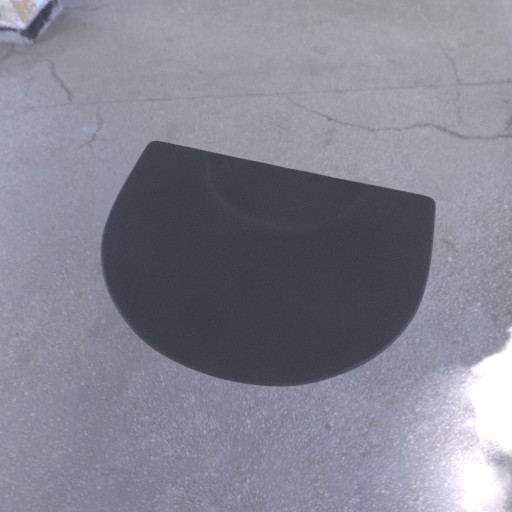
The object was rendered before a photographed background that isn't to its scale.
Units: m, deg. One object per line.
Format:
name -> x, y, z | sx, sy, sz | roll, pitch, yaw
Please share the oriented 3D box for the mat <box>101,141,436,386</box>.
mat -> 0.000, 0.000, 1.596 | 1.220, 0.016, 0.917 | 13, 58, 9
